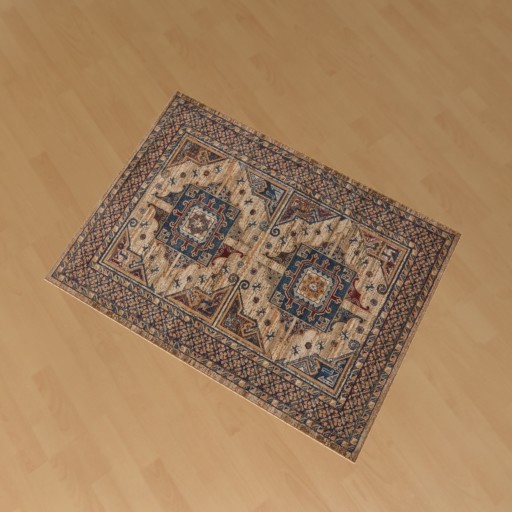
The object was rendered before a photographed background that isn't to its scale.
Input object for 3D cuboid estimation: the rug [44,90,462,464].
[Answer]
[{"bbox_3d":[0.000,0.000,2.891,2.227,0.008,1.611,29,77,7],"label":"rug"}]
